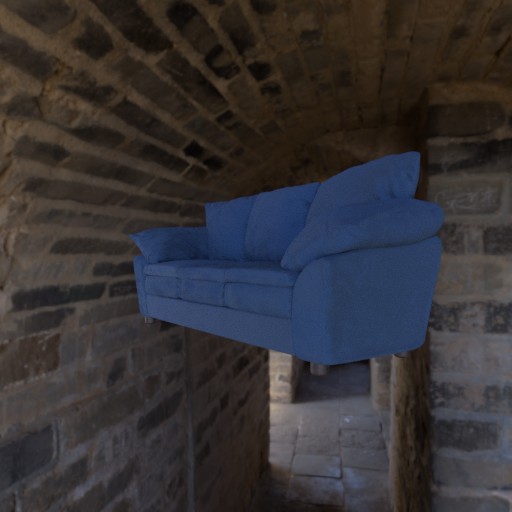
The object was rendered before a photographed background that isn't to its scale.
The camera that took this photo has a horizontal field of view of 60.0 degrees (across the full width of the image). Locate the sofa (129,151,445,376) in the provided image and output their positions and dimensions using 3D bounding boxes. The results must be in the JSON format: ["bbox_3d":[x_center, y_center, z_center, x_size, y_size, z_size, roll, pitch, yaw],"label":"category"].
[{"bbox_3d":[0.000,0.000,2.975,0.907,1.091,2.390,0,0,-36],"label":"sofa"}]
